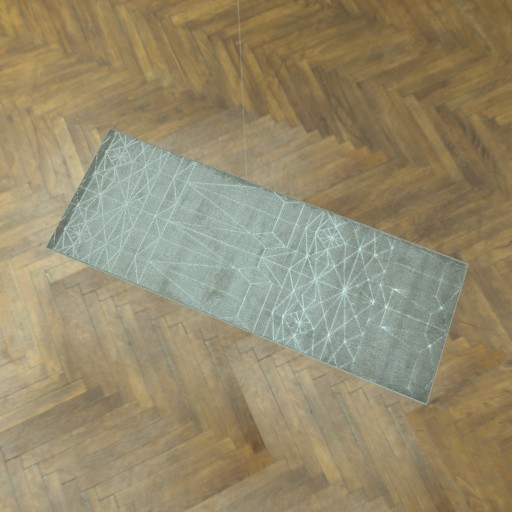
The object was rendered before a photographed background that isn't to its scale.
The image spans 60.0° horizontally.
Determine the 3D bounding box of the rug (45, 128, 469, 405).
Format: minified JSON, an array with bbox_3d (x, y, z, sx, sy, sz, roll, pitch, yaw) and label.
[{"bbox_3d":[0.000,0.000,2.657,2.388,0.012,0.864,22,77,5],"label":"rug"}]
